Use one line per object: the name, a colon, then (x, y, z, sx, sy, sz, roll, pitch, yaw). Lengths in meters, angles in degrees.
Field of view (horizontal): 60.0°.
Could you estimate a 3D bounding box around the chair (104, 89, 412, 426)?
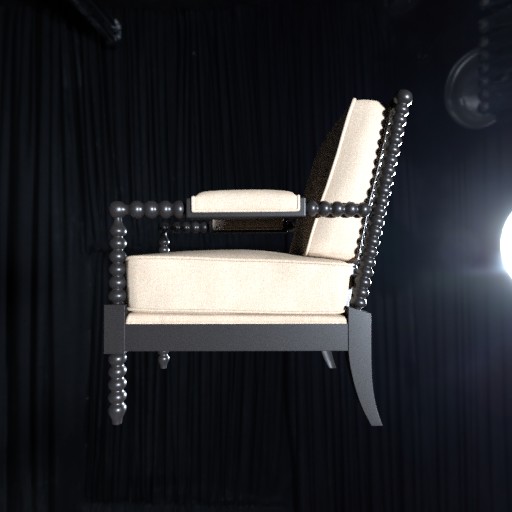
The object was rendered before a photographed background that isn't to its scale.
chair: (0.000, 0.000, 1.173, 0.657, 0.703, 0.555, 0, -1, -1)
